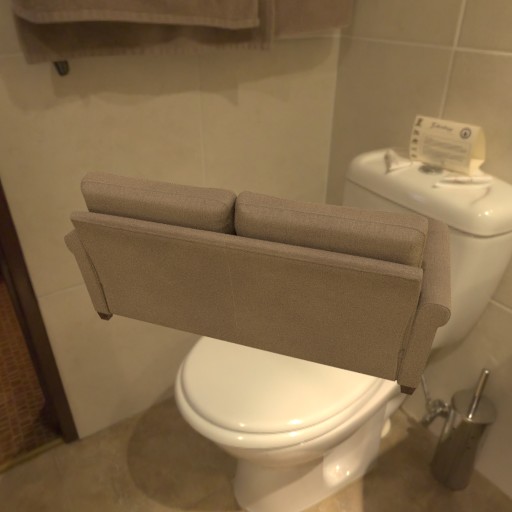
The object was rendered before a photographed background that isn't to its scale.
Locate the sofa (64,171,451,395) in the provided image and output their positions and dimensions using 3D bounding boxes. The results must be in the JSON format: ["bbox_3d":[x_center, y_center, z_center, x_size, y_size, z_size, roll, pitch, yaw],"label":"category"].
[{"bbox_3d":[0.000,0.000,2.404,1.935,0.942,0.842,10,32,16],"label":"sofa"}]
